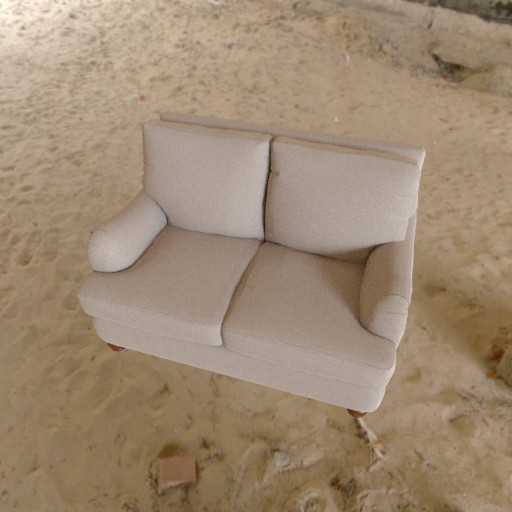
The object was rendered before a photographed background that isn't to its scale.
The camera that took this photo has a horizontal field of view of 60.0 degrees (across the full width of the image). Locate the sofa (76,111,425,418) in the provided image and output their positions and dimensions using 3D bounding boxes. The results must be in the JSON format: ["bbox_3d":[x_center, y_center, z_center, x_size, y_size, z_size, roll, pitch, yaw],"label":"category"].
[{"bbox_3d":[0.000,0.000,2.278,1.508,1.048,1.087,12,43,13],"label":"sofa"}]
